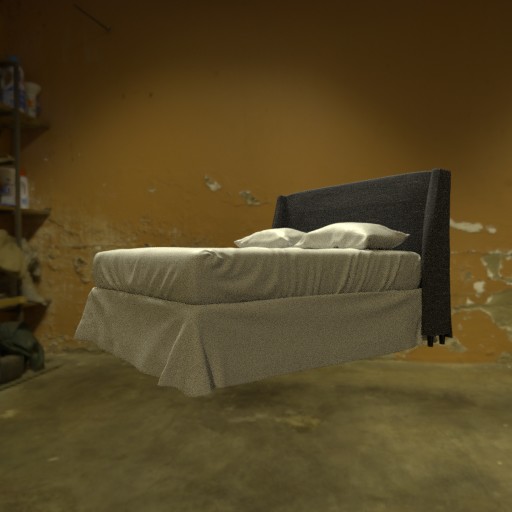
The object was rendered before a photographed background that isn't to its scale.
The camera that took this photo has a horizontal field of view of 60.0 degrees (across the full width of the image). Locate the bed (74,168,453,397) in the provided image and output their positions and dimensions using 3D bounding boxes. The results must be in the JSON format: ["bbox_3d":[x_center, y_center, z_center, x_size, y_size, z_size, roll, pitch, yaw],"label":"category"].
[{"bbox_3d":[0.000,0.000,3.419,2.276,1.332,1.925,0,0,-36],"label":"bed"}]
